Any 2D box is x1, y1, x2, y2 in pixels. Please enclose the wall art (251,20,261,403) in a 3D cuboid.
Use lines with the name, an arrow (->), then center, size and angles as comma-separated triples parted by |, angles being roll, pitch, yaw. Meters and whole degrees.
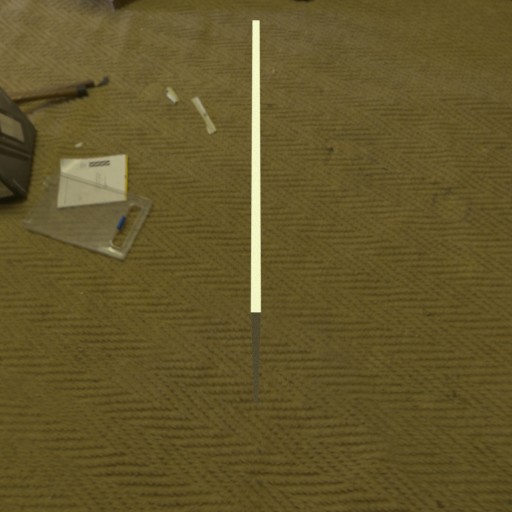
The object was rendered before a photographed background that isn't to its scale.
wall art -> 0.000, 0.000, 1.246 | 0.015, 0.965, 0.660 | 0, 64, 0
